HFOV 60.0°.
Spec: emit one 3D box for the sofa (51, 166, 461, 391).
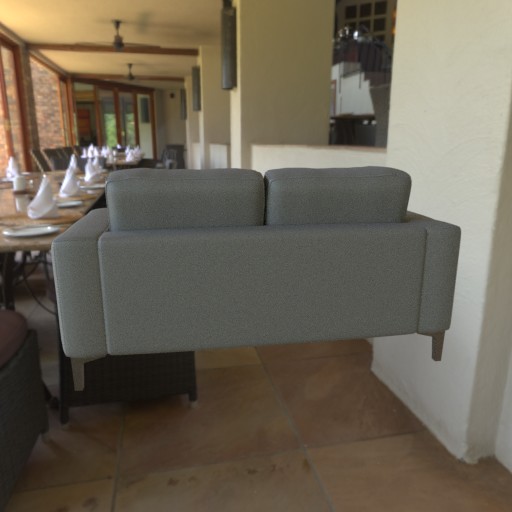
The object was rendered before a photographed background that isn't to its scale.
[{"bbox_3d":[0.000,0.000,2.219,1.726,0.893,0.833,-2,15,-9],"label":"sofa"}]
